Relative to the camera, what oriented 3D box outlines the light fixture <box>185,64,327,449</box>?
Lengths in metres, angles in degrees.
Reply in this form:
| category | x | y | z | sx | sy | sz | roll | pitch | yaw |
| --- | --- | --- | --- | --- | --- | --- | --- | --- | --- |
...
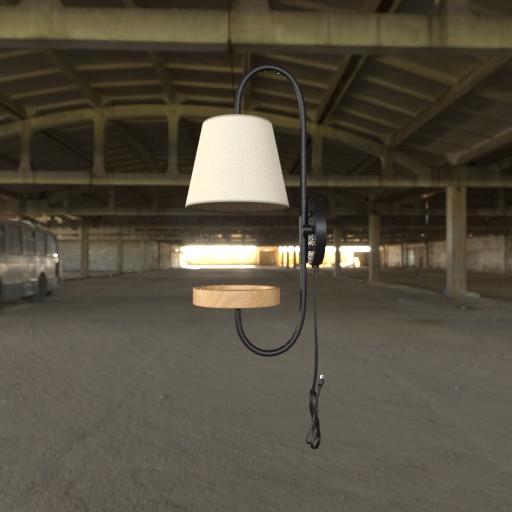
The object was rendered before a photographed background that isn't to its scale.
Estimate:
| category | x | y | z | sx | sy | sz | roll | pitch | yaw |
| --- | --- | --- | --- | --- | --- | --- | --- | --- | --- |
| light fixture | 0.000 | 0.000 | 0.947 | 0.299 | 0.821 | 0.220 | 0 | 0 | -2 |
